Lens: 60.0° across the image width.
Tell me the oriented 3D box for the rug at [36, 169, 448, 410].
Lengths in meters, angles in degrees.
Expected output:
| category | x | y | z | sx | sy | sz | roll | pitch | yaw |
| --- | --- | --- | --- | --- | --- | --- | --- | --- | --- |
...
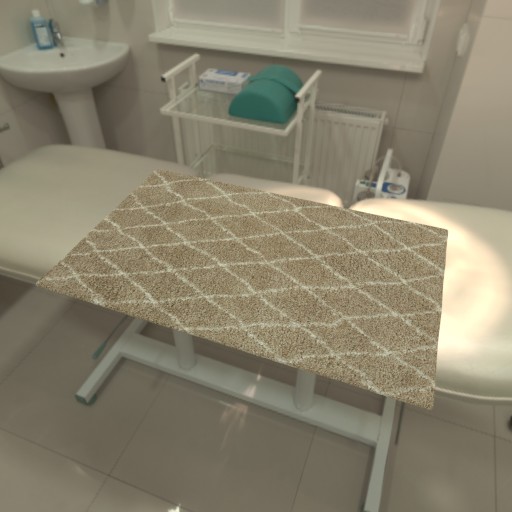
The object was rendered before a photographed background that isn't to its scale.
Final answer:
| category | x | y | z | sx | sy | sz | roll | pitch | yaw |
| --- | --- | --- | --- | --- | --- | --- | --- | --- | --- |
| rug | 0.000 | 0.000 | 3.036 | 2.438 | 0.030 | 1.524 | 14 | 44 | 15 |
